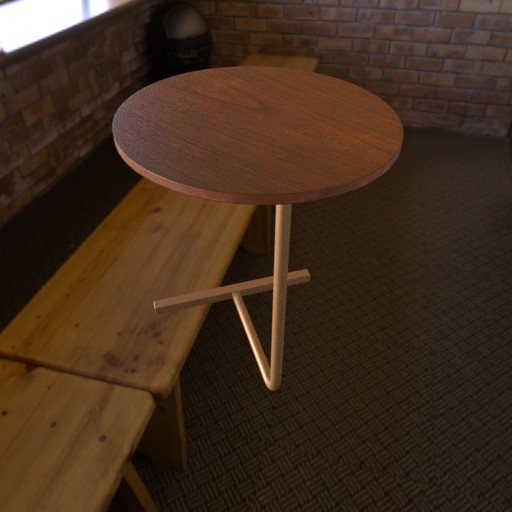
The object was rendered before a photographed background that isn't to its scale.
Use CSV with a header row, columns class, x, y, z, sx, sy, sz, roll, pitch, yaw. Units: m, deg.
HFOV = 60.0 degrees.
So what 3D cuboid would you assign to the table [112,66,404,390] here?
class,x,y,z,sx,sy,sz,roll,pitch,yaw
table,0.000,0.000,1.069,0.530,0.706,0.577,-11,41,-13
